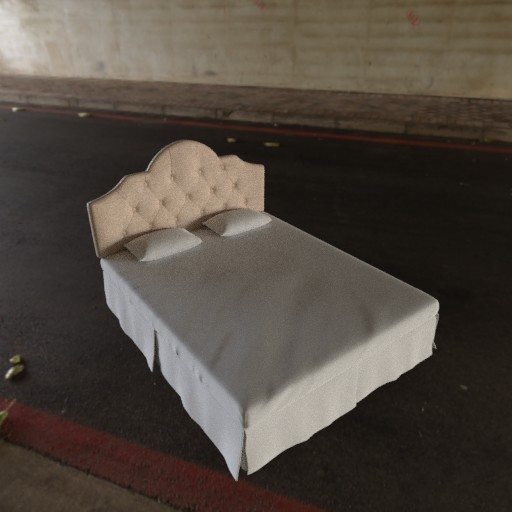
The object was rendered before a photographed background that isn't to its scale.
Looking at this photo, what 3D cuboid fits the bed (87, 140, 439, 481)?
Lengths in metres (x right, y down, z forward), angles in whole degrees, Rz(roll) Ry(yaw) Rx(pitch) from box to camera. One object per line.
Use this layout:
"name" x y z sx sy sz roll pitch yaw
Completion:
"bed" 0.000 0.000 3.018 1.667 1.194 1.970 -20 34 -32
